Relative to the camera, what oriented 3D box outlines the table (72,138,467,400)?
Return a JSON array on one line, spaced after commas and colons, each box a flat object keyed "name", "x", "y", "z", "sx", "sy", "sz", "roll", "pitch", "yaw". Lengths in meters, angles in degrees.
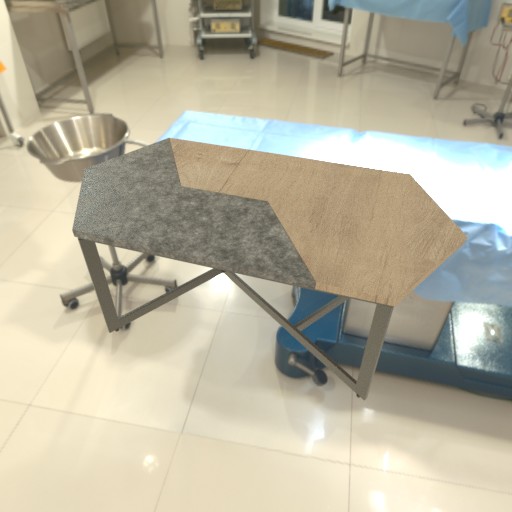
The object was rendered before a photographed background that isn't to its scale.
[{"name": "table", "x": 0.000, "y": 0.000, "z": 1.506, "sx": 1.219, "sy": 0.457, "sz": 0.609, "roll": 12, "pitch": 42, "yaw": 13}]
